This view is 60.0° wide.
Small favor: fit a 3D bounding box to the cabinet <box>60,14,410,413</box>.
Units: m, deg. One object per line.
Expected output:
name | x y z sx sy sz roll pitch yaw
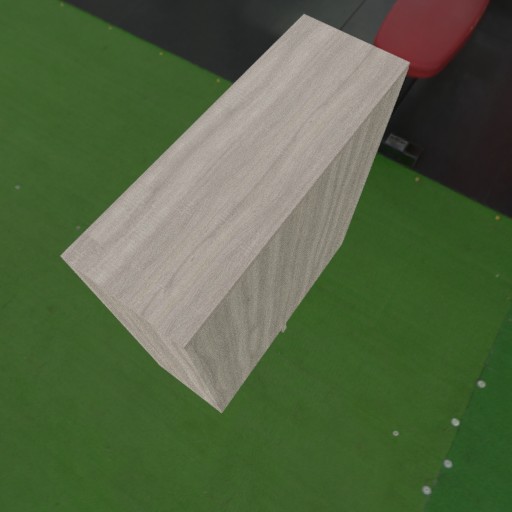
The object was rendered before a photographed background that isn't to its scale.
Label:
cabinet | 0.000 0.000 1.866 0.398 1.388 1.111 33 68 15
